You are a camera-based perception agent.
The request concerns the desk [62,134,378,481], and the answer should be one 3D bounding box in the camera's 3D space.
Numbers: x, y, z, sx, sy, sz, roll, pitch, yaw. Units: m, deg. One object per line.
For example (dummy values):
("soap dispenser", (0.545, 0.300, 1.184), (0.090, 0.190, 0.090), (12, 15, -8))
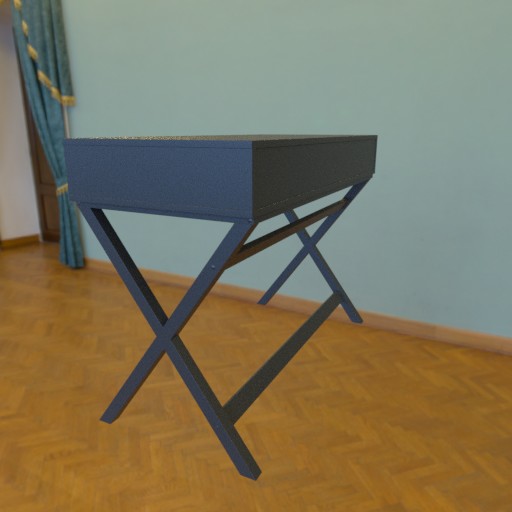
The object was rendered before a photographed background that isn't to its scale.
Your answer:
("desk", (0.000, 0.000, 1.495), (0.525, 0.780, 1.057), (8, 18, 26))
